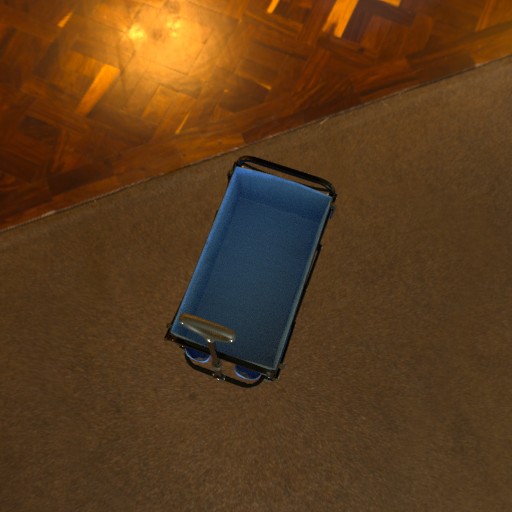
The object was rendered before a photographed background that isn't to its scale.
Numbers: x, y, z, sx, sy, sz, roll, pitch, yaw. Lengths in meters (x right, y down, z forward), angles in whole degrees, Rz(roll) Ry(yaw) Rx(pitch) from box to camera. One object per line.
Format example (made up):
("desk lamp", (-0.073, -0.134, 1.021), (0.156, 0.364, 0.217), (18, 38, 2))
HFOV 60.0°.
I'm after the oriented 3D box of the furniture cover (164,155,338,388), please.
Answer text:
("furniture cover", (0.000, 0.000, 1.813), (0.532, 1.295, 1.038), (19, 76, 5))
